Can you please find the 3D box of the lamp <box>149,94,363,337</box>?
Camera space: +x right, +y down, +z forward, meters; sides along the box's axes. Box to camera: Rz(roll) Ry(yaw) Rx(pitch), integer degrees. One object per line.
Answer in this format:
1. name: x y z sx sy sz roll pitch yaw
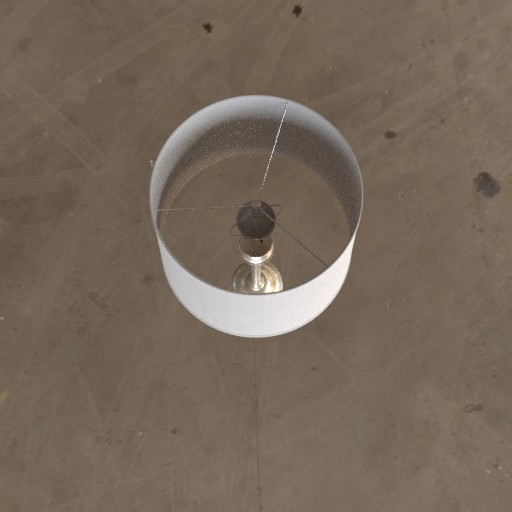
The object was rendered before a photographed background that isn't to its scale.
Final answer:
1. lamp: 0.000 0.000 0.880 0.331 0.698 0.331 0 77 0
